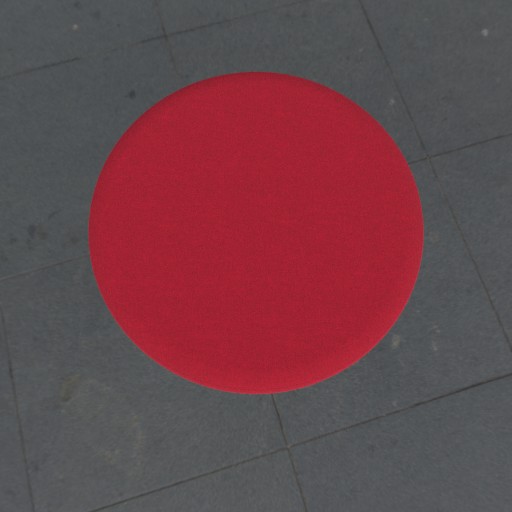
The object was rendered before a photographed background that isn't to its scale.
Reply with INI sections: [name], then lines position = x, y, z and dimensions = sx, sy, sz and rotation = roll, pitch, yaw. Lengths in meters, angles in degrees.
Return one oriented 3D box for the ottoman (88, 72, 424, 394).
[ottoman]
position = 0.000, 0.000, 0.709
dimensions = 0.400, 0.406, 0.400
rotation = 0, 77, 0
